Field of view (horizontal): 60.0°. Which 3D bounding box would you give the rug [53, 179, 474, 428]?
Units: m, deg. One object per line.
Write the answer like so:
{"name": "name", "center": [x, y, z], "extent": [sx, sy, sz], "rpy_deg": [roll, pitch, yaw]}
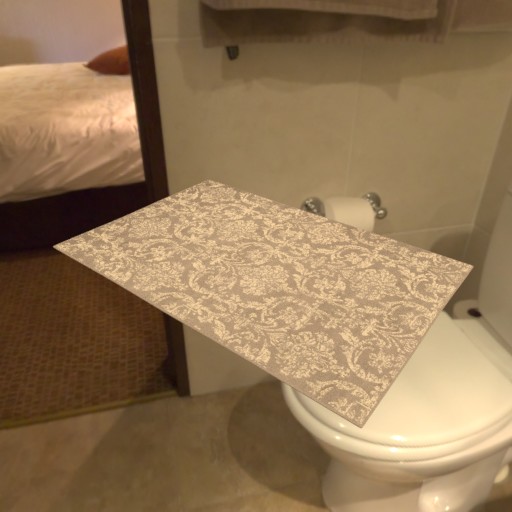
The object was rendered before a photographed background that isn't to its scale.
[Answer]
{"name": "rug", "center": [0.000, 0.000, 3.458], "extent": [2.746, 0.018, 1.819], "rpy_deg": [23, 38, 32]}
